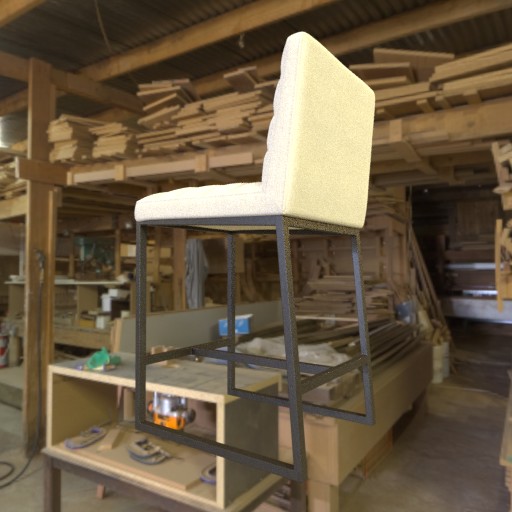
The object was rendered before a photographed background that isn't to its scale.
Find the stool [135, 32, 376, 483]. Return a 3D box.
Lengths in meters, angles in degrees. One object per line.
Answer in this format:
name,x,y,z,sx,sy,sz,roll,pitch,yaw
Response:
stool,0.000,0.000,1.277,0.567,0.971,0.459,-1,-2,35
